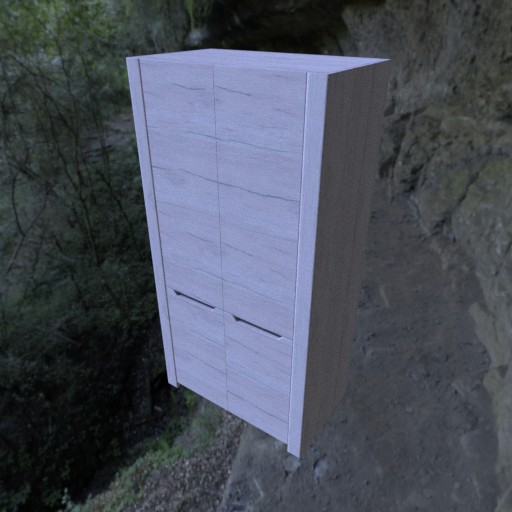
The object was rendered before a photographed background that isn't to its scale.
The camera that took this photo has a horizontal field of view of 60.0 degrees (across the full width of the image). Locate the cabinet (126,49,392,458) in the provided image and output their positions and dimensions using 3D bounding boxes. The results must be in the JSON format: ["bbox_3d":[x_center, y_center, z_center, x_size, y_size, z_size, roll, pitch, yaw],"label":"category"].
[{"bbox_3d":[0.000,0.000,2.360,0.980,1.930,0.580,19,34,30],"label":"cabinet"}]
